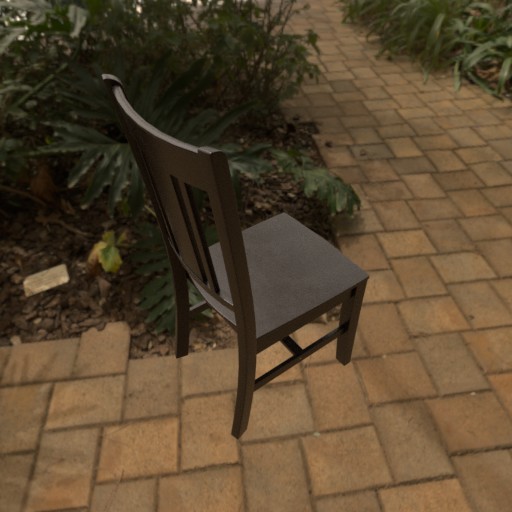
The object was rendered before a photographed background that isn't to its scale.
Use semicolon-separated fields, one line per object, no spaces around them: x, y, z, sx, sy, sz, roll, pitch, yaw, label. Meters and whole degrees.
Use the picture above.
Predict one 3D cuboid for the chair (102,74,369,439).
0.000;0.000;1.271;0.555;0.998;0.450;-26;47;-27;chair
